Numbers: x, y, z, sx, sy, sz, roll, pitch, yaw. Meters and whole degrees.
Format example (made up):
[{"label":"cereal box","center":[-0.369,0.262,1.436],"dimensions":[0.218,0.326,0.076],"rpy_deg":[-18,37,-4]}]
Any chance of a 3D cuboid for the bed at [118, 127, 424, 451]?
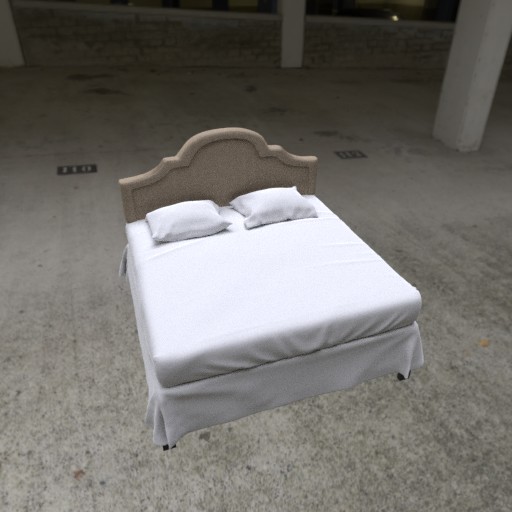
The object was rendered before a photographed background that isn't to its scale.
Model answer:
[{"label":"bed","center":[0.000,0.000,3.757],"dimensions":[2.303,1.631,2.222],"rpy_deg":[-11,34,-16]}]
